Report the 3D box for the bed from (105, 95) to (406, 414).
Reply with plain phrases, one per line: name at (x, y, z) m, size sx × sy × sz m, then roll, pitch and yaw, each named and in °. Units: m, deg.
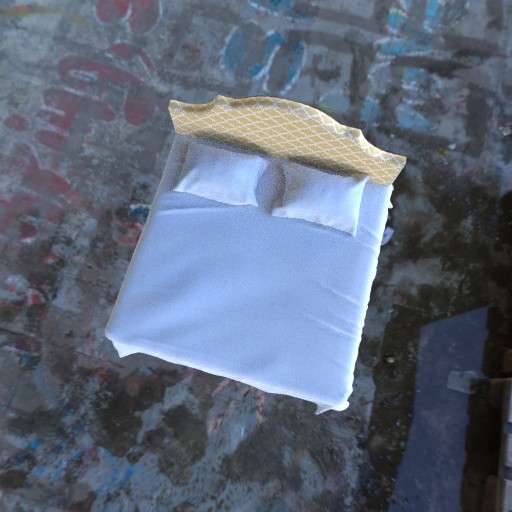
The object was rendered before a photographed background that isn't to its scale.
bed at (0.000, 0.000, 3.718) m, size 2.314 × 1.601 × 2.222 m, roll 15°, pitch 75°, yaw 4°
